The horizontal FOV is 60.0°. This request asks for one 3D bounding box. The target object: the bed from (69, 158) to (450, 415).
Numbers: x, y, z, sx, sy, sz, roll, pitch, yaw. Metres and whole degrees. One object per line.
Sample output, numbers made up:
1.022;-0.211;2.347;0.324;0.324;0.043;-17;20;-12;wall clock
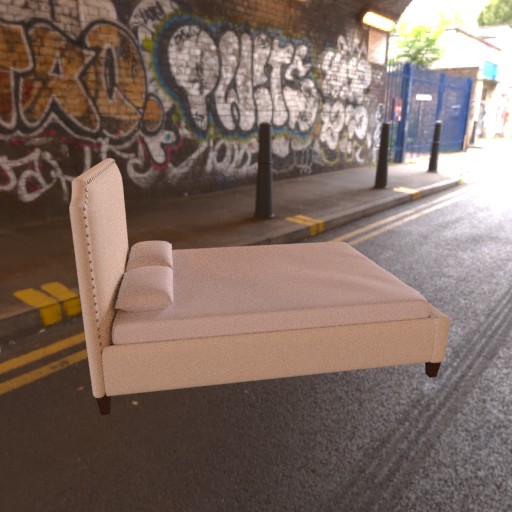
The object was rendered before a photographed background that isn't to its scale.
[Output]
0.000;0.000;3.494;2.372;1.443;1.712;-3;17;-10;bed
